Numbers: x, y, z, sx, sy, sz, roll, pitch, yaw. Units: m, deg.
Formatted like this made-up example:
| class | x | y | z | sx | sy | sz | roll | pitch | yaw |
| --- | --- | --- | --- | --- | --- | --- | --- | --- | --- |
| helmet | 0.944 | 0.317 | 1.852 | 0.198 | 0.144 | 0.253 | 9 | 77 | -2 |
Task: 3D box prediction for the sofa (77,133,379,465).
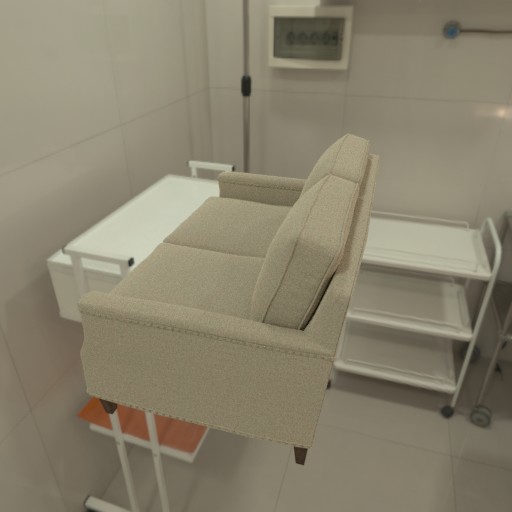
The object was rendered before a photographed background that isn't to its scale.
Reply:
| class | x | y | z | sx | sy | sz | roll | pitch | yaw |
| --- | --- | --- | --- | --- | --- | --- | --- | --- | --- |
| sofa | 0.000 | 0.000 | 2.272 | 1.084 | 1.003 | 1.597 | 9 | 31 | 15 |
